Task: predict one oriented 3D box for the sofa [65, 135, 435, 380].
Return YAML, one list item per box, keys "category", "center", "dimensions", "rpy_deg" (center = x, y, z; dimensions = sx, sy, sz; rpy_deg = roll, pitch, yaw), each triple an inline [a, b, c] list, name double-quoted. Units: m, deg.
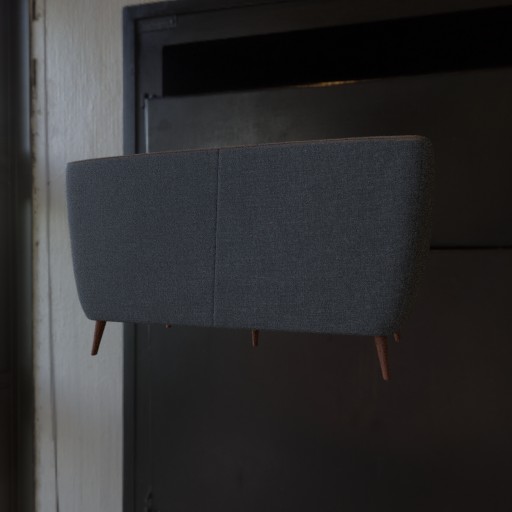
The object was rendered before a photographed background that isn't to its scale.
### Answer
- category: "sofa"
  center: [0.000, 0.000, 2.179]
  dimensions: [1.646, 0.887, 0.976]
  rpy_deg: [0, 0, 18]
